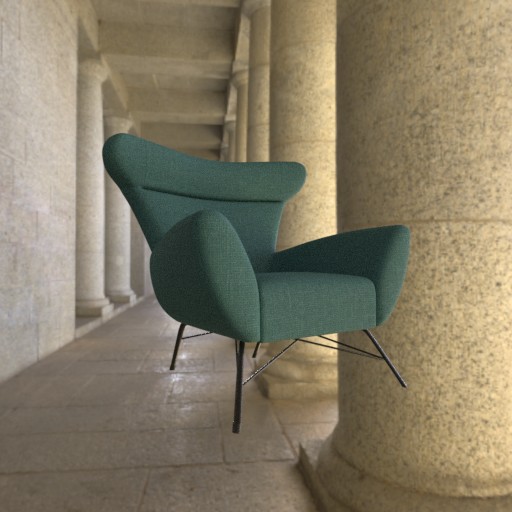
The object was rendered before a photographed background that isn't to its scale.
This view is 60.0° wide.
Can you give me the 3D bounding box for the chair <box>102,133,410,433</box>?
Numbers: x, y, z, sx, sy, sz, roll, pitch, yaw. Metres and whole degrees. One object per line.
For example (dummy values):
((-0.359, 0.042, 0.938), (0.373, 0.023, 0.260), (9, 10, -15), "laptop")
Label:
((0.000, 0.000, 1.800), (1.050, 0.980, 0.900), (1, -1, -36), "chair")
